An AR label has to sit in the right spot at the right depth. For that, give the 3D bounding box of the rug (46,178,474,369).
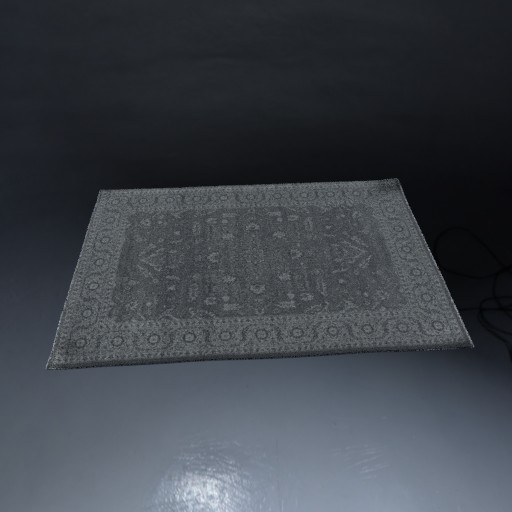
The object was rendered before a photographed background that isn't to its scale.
[{"bbox_3d":[0.000,0.000,2.293,1.828,0.019,1.209,-2,46,-2],"label":"rug"}]
